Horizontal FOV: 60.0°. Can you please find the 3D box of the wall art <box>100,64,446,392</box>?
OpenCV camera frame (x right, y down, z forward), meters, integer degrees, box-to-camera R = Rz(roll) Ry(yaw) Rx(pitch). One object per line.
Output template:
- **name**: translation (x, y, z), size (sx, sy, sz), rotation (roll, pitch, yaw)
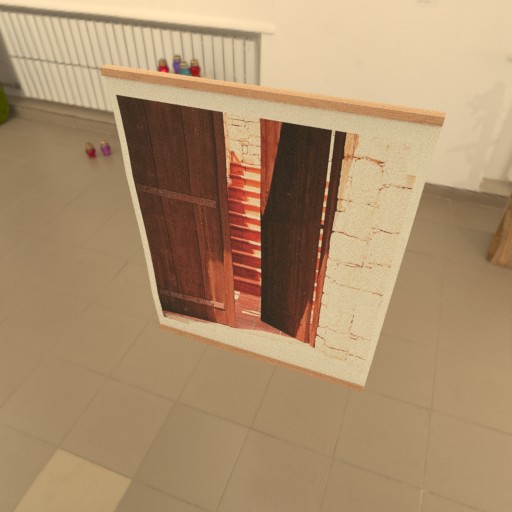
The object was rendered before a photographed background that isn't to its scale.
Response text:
- **wall art**: translation (0.000, 0.000, 0.667), size (0.406, 0.508, 0.013), rotation (14, 44, 15)
